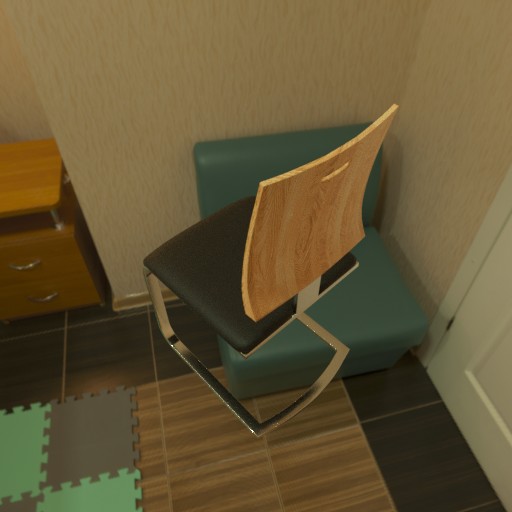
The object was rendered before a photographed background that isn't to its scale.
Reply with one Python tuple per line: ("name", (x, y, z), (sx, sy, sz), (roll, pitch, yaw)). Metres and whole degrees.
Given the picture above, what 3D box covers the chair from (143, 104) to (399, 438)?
("chair", (0.000, 0.000, 1.246), (0.462, 0.936, 0.560), (-35, 56, -28))
